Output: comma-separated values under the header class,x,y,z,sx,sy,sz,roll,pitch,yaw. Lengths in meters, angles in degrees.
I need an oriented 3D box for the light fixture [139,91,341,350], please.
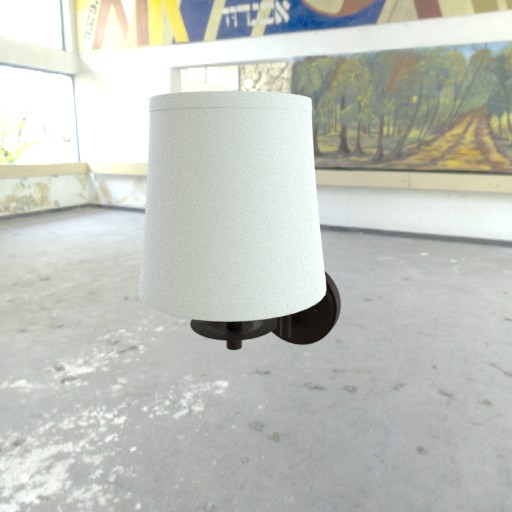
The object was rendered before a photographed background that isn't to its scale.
class,x,y,z,sx,sy,sz,roll,pitch,yaw
light fixture,0.000,0.000,0.265,0.100,0.172,0.157,7,16,25
